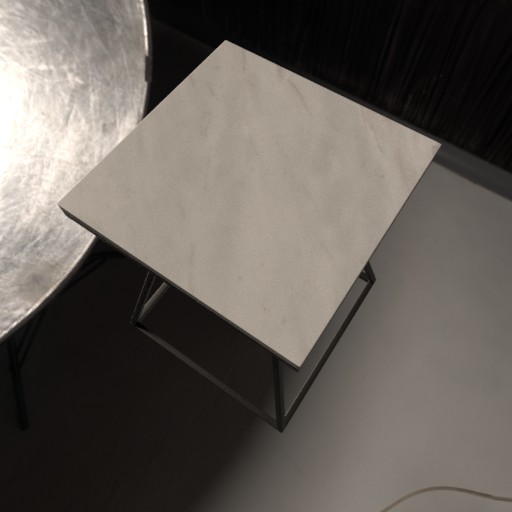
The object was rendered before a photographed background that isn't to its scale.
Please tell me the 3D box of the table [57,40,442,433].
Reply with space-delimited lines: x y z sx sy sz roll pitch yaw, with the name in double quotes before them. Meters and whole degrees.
"table" 0.000 0.000 0.898 0.455 0.559 0.455 32 68 14
